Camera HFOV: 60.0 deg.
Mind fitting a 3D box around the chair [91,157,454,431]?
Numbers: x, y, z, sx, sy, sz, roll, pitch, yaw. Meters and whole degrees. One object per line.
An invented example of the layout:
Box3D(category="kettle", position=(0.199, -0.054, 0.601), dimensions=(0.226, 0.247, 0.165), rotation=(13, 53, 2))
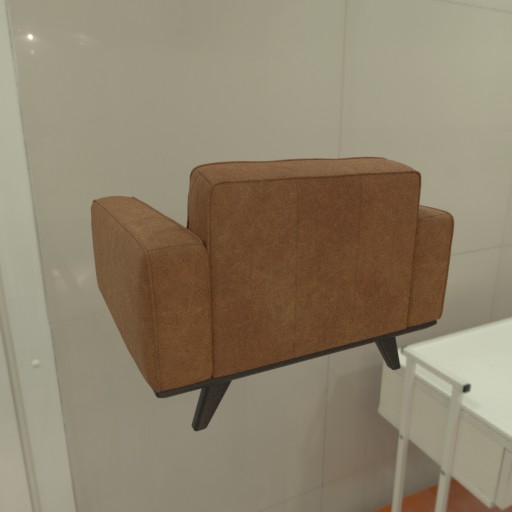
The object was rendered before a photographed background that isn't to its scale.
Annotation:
Box3D(category="chair", position=(0.000, 0.000, 1.738), dimensions=(1.118, 0.782, 0.952), rotation=(-8, 18, -26))
